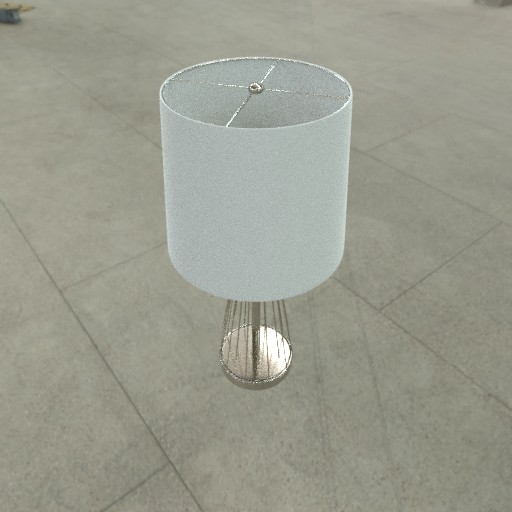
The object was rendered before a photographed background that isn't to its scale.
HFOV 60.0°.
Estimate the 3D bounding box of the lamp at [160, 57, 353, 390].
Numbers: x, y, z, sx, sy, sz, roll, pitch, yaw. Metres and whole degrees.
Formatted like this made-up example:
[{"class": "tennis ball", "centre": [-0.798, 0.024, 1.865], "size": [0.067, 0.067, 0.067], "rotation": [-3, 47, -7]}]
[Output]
[{"class": "lamp", "centre": [0.000, 0.000, 0.799], "size": [0.303, 0.618, 0.303], "rotation": [0, 41, 0]}]
